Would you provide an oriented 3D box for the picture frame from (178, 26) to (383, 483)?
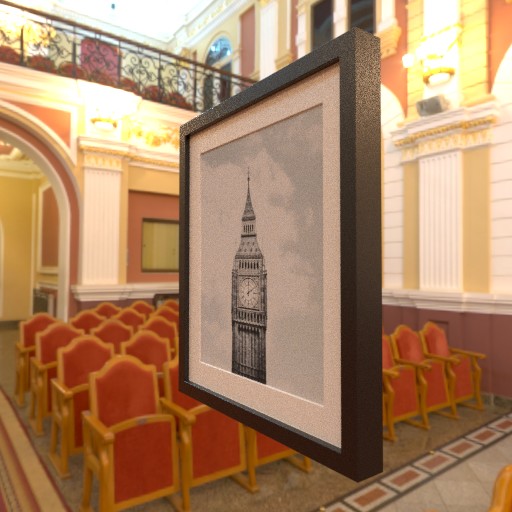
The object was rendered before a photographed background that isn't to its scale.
[{"bbox_3d":[0.000,0.000,0.510,0.034,0.378,0.328,1,-2,-36],"label":"picture frame"}]
